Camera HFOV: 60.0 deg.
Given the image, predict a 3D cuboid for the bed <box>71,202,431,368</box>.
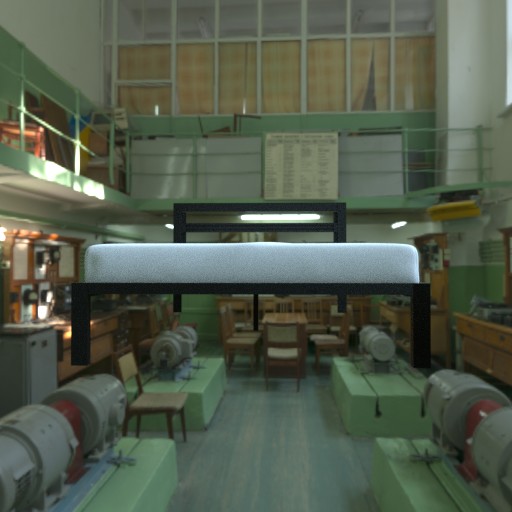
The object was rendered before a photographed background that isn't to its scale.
[{"bbox_3d":[0.000,0.000,2.912,1.524,0.967,2.062,0,-1,2],"label":"bed"}]
